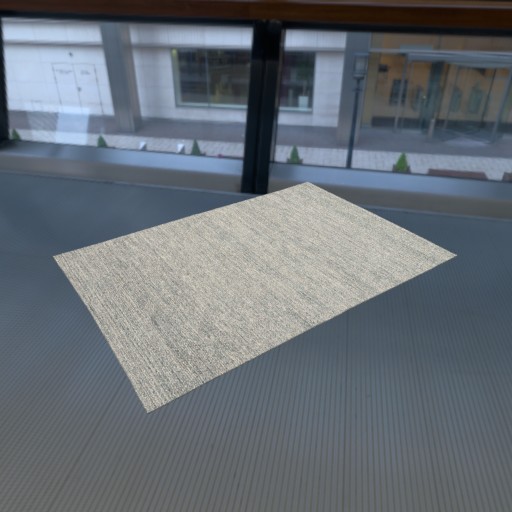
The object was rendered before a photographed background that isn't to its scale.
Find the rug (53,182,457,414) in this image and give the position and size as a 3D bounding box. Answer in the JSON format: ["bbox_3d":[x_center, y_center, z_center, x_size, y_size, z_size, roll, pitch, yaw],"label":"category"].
[{"bbox_3d":[0.000,0.000,3.103,2.338,0.030,1.616,-20,37,-29],"label":"rug"}]
